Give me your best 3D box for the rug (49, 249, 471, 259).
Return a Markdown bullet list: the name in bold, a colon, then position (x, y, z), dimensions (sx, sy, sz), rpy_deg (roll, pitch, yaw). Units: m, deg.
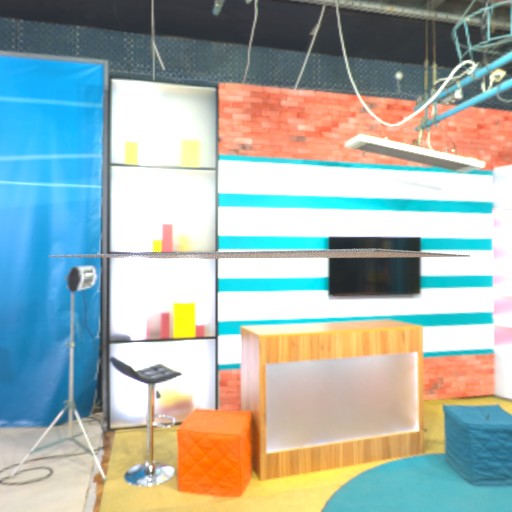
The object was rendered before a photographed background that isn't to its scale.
- **rug**: position (0.000, 0.000, 2.845), dimensions (2.232, 0.011, 1.555), rpy_deg (-1, -1, 37)
